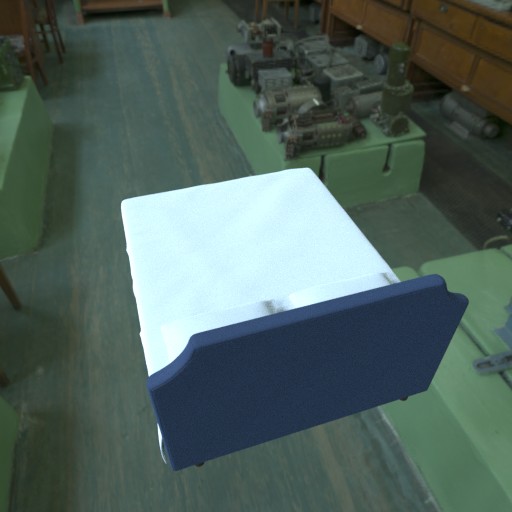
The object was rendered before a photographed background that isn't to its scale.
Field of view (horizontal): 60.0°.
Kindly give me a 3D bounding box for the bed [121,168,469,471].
[{"bbox_3d":[0.000,0.000,4.065,2.350,1.488,2.773,-12,43,-13],"label":"bed"}]
